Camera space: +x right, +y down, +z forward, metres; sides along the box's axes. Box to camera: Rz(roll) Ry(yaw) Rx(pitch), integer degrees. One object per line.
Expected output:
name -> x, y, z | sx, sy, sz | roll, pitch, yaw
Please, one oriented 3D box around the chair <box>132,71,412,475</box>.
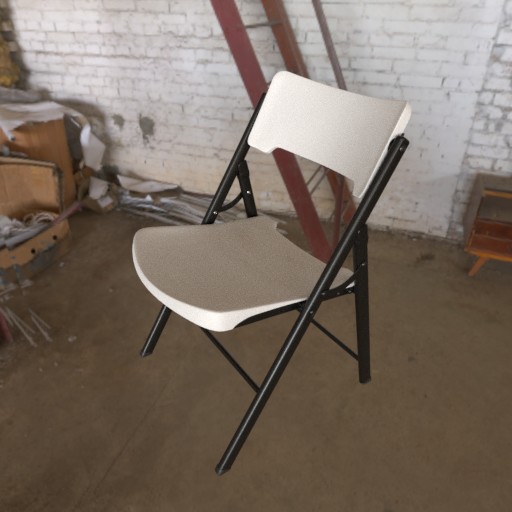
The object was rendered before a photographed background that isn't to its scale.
chair -> 0.000, 0.000, 1.106 | 0.577, 0.765, 0.482 | -20, 38, -29
